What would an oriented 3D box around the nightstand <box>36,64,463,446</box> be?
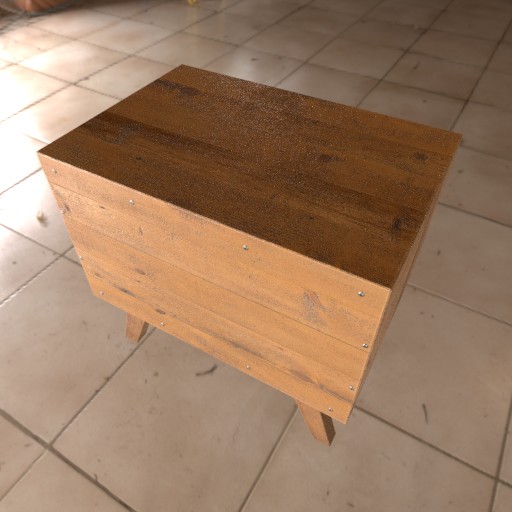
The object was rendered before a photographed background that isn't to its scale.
[{"bbox_3d":[0.000,0.000,1.026,0.650,0.599,0.450,22,50,20],"label":"nightstand"}]
